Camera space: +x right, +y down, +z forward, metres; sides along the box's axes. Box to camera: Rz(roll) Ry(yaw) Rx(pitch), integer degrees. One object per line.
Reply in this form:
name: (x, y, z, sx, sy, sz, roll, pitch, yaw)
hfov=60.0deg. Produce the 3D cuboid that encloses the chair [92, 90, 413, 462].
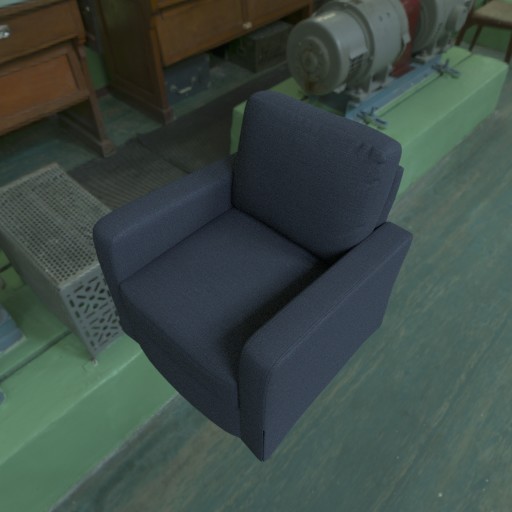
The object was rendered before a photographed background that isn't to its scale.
chair: (0.000, 0.000, 1.560, 0.798, 0.855, 0.863, 34, 56, 27)
